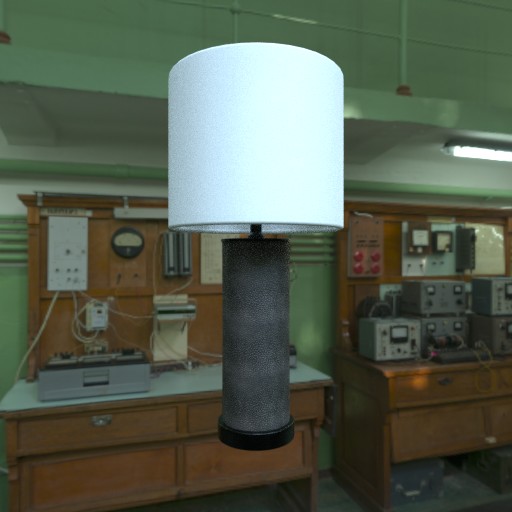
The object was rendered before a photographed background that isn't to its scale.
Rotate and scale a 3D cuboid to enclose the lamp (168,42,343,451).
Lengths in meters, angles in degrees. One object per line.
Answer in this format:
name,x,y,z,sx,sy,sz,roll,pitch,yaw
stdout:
lamp,0.000,0.000,0.787,0.305,0.634,0.305,0,0,-19
